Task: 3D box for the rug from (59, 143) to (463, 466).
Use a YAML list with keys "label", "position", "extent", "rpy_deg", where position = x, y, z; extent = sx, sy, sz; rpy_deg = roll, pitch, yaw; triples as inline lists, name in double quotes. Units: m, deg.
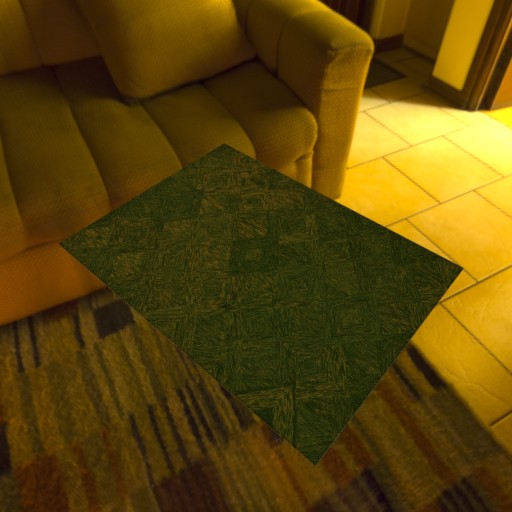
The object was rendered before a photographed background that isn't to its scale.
- label: "rug"
  position: [0.000, 0.000, 4.382]
  extent: [3.217, 0.027, 2.405]
  rpy_deg: [33, 55, 27]
